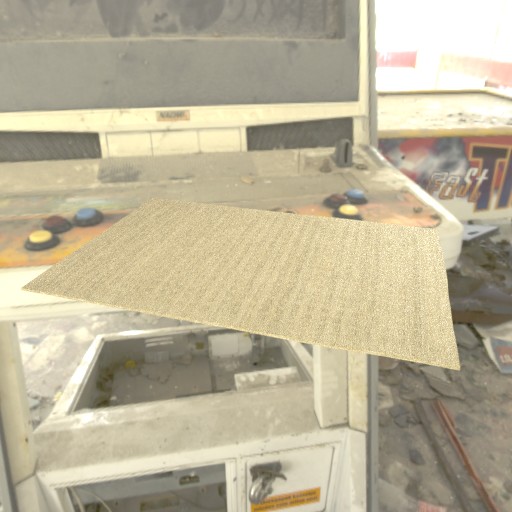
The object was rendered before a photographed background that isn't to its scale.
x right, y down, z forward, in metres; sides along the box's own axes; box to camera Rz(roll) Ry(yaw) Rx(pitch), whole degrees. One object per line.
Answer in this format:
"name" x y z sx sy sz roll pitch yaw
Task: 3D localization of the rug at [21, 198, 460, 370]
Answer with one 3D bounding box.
"rug" 0.000 0.000 2.837 2.297 0.018 1.532 8 28 15
